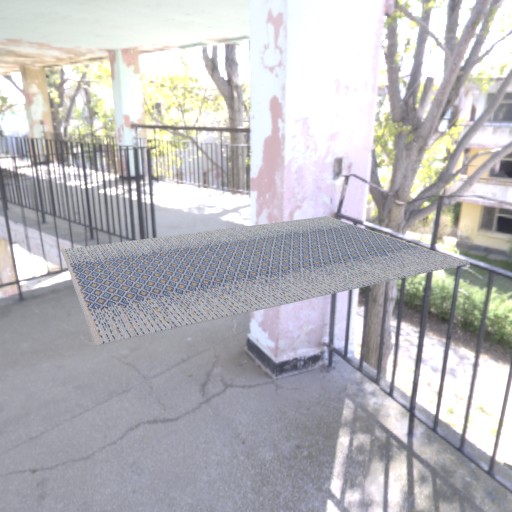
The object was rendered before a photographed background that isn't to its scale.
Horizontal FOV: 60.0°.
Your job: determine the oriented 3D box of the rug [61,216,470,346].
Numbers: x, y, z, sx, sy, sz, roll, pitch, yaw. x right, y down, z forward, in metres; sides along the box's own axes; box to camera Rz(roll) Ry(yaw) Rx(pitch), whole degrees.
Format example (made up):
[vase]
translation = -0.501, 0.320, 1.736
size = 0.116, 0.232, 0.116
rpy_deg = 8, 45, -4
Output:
[rug]
translation = 0.000, 0.000, 2.368
size = 1.828, 0.005, 1.219
rpy_deg = -9, 20, -26
